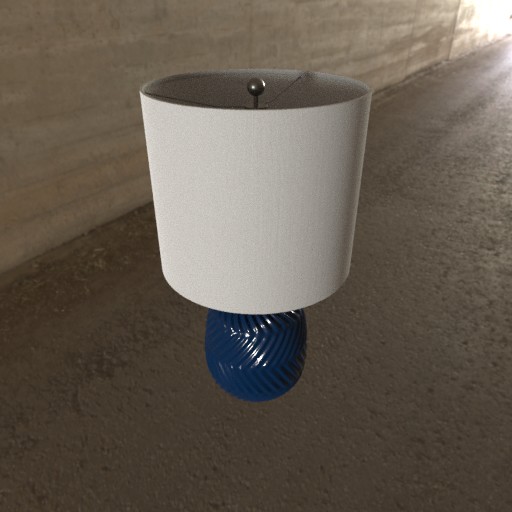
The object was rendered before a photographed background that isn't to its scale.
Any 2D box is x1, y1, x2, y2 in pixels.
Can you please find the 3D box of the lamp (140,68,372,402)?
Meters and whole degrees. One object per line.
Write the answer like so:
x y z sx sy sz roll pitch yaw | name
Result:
0.000 0.000 0.487 0.203 0.368 0.203 -1 31 -1 | lamp
